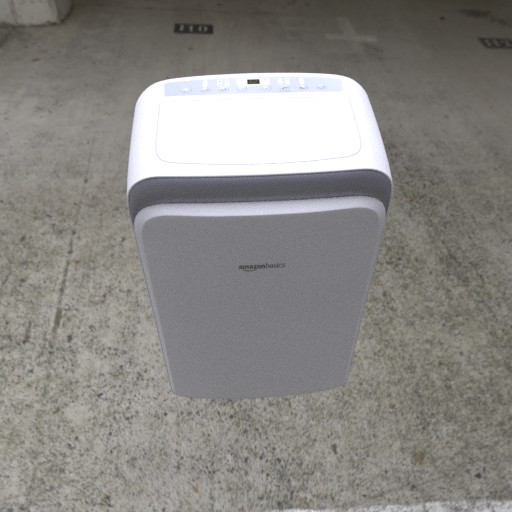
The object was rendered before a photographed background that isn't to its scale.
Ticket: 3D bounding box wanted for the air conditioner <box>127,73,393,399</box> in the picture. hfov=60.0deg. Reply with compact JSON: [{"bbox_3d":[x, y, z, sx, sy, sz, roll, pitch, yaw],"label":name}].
[{"bbox_3d":[0.000,0.000,0.960,0.454,0.700,0.365,-3,48,-2],"label":"air conditioner"}]
